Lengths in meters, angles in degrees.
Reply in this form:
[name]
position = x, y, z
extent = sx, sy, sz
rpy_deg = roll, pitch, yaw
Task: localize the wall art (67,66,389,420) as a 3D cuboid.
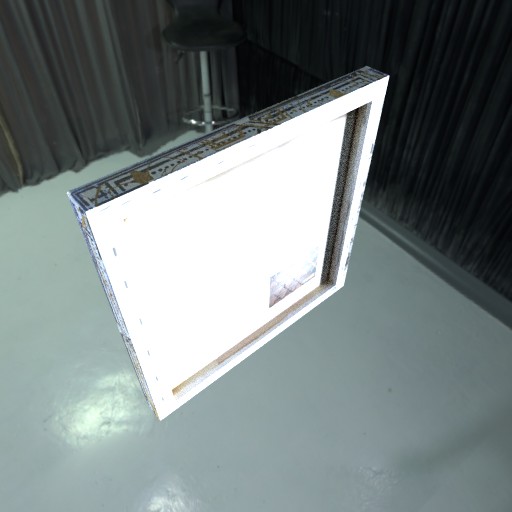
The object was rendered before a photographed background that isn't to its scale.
[wall art]
position = 0.000, 0.000, 0.623
extent = 0.411, 0.410, 0.038
rpy_deg = -31, 53, -27
